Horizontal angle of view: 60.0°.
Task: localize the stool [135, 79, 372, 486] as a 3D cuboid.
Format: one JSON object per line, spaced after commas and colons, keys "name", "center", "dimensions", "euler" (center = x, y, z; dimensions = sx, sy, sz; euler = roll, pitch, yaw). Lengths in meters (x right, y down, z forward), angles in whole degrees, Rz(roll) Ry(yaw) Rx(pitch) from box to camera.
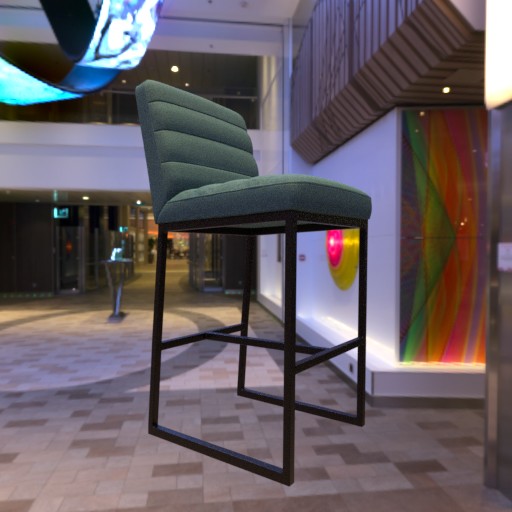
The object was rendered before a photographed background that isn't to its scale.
{"name": "stool", "center": [0.000, 0.000, 1.326], "dimensions": [0.560, 1.040, 0.460], "euler": [1, 1, 36]}
